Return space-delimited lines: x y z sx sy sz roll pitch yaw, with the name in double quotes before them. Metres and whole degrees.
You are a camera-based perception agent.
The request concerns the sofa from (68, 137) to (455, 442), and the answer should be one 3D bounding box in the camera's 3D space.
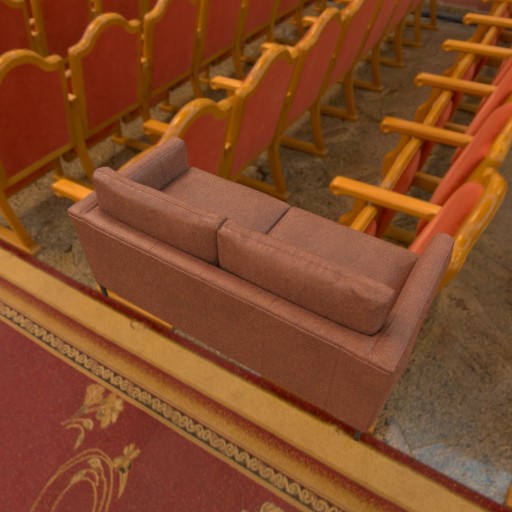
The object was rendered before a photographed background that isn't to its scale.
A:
"sofa" 0.000 0.000 2.379 1.797 0.883 0.899 24 50 21
